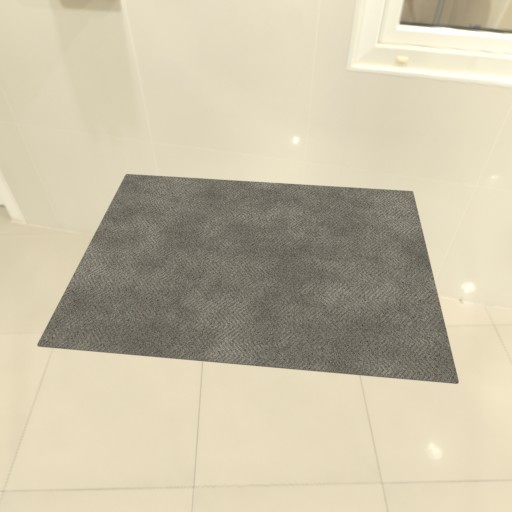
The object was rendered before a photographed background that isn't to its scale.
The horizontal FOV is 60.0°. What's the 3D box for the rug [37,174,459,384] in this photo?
[{"bbox_3d":[0.000,0.000,2.886,2.235,0.008,1.600,4,46,4],"label":"rug"}]
